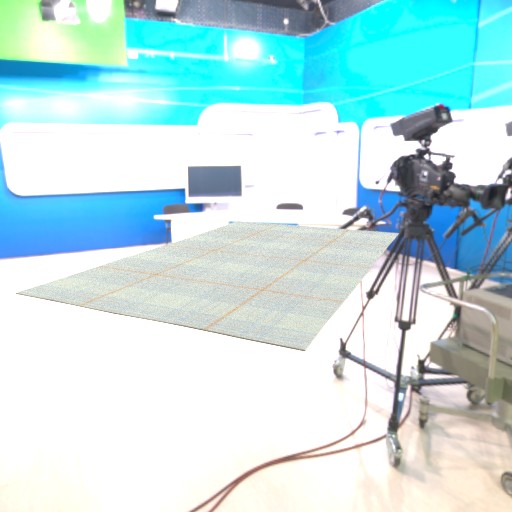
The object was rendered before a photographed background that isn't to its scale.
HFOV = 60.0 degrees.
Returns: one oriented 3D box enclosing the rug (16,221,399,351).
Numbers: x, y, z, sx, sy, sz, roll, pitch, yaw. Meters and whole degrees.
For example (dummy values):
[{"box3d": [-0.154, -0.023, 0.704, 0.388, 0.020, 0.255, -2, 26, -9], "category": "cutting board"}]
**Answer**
[{"box3d": [0.000, 0.000, 2.981, 1.527, 0.016, 2.442, 6, 15, 24], "category": "rug"}]
